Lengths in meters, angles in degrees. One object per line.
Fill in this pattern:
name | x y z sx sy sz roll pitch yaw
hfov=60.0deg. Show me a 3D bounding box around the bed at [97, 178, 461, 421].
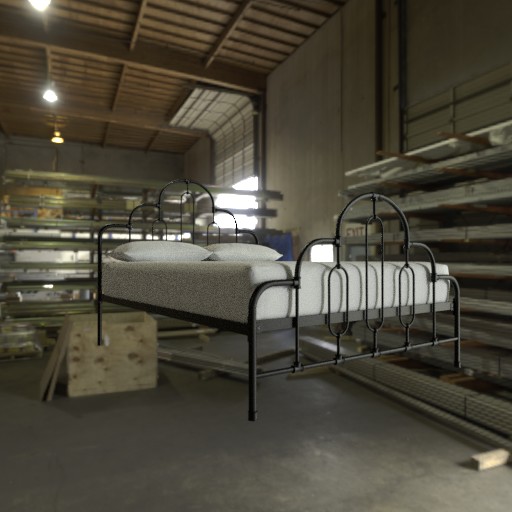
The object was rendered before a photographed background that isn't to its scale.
bed | 0.000 0.000 3.206 1.626 1.444 2.181 1 -1 -36
